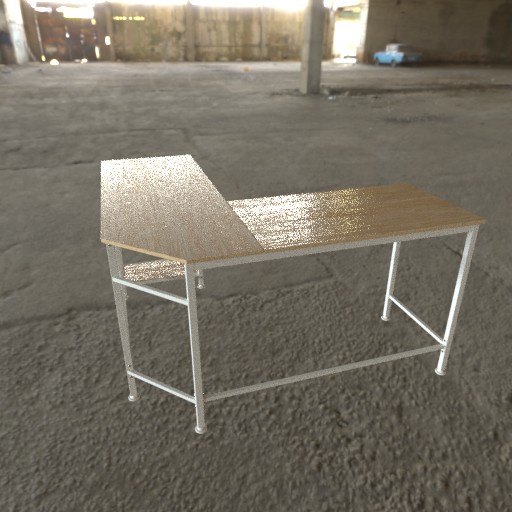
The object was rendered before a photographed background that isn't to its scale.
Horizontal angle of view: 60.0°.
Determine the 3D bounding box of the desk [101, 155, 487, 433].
[{"bbox_3d":[0.000,0.000,2.228,1.379,0.739,1.379,-8,27,-16],"label":"desk"}]
